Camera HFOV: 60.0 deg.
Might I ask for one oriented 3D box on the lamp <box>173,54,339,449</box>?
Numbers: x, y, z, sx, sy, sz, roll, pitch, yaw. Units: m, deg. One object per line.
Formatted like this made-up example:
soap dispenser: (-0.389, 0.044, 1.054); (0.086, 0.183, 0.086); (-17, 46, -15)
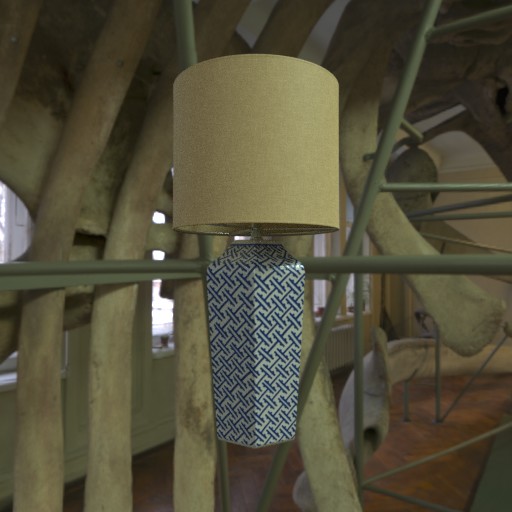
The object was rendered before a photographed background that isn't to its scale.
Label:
lamp: (0.000, 0.000, 0.863); (0.320, 0.682, 0.320); (-1, -2, 36)
